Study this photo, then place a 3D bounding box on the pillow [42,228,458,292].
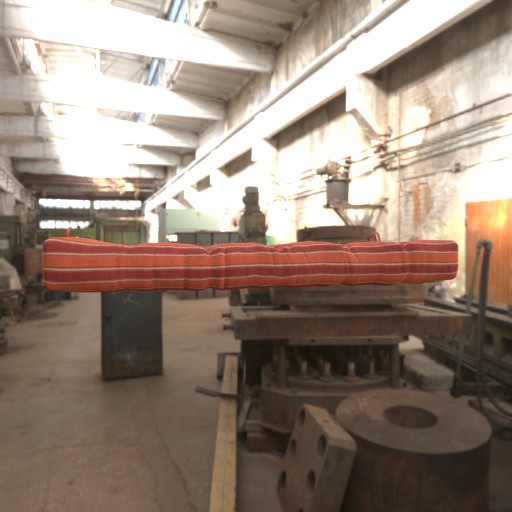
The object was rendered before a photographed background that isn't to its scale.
[{"bbox_3d":[0.000,0.000,1.362,1.194,0.174,0.511,0,1,-18],"label":"pillow"}]
